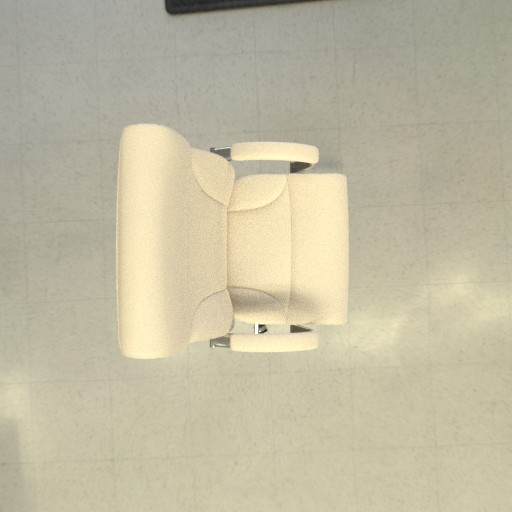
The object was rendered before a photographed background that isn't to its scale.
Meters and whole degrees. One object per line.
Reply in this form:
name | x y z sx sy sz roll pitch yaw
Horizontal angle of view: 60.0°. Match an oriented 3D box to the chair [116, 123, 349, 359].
chair | 0.000 0.000 1.578 0.745 1.099 0.727 0 89 0
